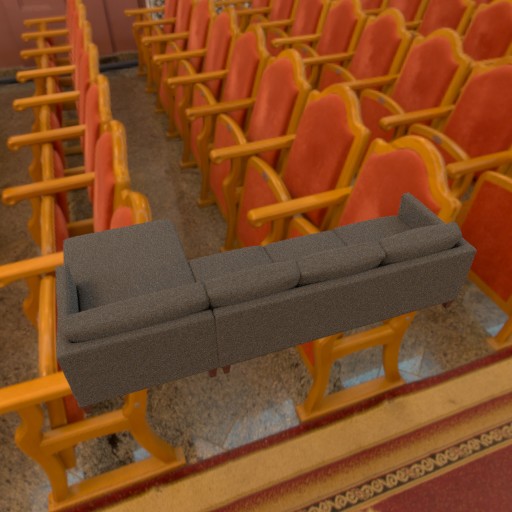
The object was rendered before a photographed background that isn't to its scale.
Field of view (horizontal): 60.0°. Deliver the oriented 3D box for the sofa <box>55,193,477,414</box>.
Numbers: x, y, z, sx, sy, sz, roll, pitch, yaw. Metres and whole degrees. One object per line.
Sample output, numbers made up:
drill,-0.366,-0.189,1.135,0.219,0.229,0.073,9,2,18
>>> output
sofa,0.000,0.000,3.861,3.186,0.846,1.625,-13,42,-15
